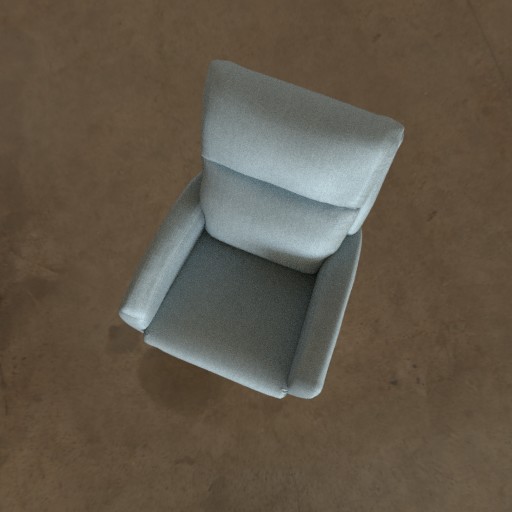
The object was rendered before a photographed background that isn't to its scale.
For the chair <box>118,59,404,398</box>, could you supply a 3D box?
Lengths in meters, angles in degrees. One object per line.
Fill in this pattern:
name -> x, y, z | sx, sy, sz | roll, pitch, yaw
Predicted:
chair -> 0.000, 0.000, 1.663 | 0.794, 1.016, 0.940 | 21, 78, 5
